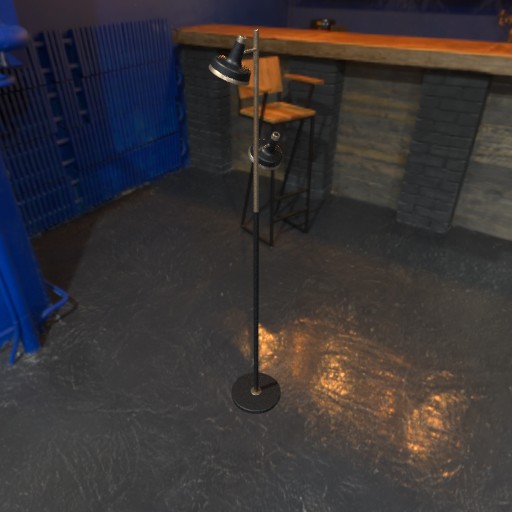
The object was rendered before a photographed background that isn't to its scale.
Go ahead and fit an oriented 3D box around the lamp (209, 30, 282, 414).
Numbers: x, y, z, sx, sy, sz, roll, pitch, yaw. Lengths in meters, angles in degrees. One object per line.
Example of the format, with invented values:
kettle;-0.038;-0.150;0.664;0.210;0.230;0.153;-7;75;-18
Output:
lamp;0.000;0.000;1.835;0.253;1.674;0.351;21;38;30
